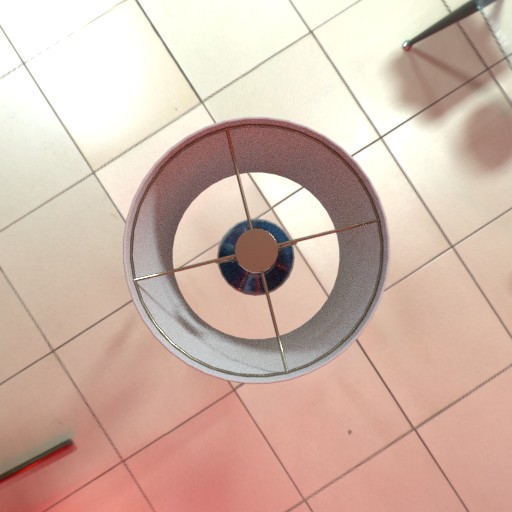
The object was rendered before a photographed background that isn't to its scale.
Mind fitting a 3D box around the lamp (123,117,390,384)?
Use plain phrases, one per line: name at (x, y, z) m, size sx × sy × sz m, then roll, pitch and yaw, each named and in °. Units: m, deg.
lamp at (0.000, 0.000, 0.601) m, size 0.220 × 0.475 × 0.220 m, roll 0°, pitch 89°, yaw 0°
